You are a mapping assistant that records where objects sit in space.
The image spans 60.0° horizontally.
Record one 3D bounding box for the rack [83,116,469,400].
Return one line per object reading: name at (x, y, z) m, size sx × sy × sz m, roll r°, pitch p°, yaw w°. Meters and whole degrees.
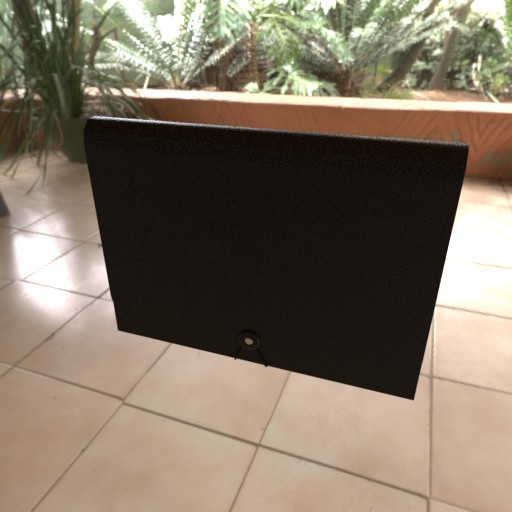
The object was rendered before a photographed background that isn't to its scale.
rack at (0.000, 0.000, 0.429) m, size 0.330 × 0.241 × 0.041 m, roll 9°, pitch 29°, yaw 17°
